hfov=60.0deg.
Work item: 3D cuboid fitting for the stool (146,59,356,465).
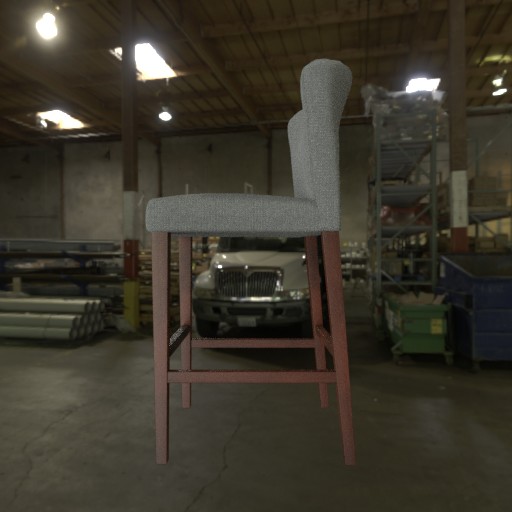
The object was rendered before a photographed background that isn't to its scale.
[{"bbox_3d":[0.000,0.000,1.352,0.568,1.069,0.486,0,1,0],"label":"stool"}]
